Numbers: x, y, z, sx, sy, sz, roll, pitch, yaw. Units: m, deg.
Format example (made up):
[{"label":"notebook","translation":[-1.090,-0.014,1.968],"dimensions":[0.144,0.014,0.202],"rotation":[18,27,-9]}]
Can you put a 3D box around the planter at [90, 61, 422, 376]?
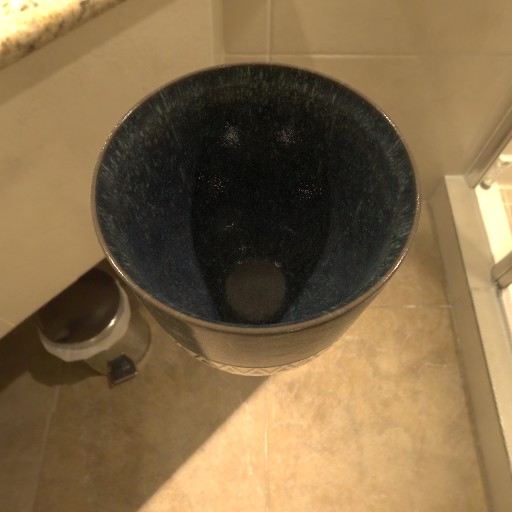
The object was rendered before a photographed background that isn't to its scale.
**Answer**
[{"label":"planter","translation":[0.000,0.000,0.358],"dimensions":[0.195,0.214,0.195],"rotation":[0,63,0]}]
